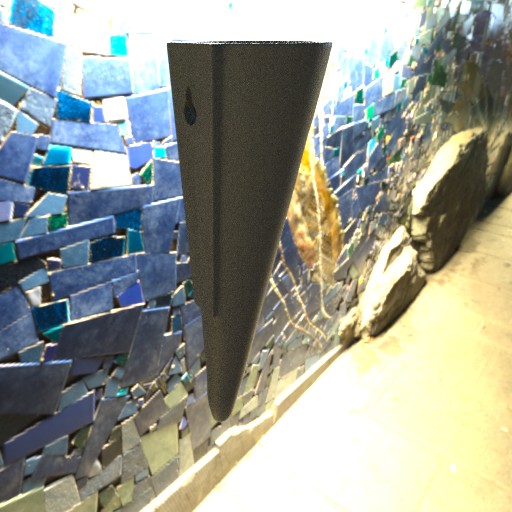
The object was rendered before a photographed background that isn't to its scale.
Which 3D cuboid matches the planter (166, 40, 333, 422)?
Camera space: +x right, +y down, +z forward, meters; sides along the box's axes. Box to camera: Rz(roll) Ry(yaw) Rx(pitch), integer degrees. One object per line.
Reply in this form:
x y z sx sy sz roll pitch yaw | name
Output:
0.000 0.000 0.220 0.064 0.191 0.057 -19 32 -32 | planter
